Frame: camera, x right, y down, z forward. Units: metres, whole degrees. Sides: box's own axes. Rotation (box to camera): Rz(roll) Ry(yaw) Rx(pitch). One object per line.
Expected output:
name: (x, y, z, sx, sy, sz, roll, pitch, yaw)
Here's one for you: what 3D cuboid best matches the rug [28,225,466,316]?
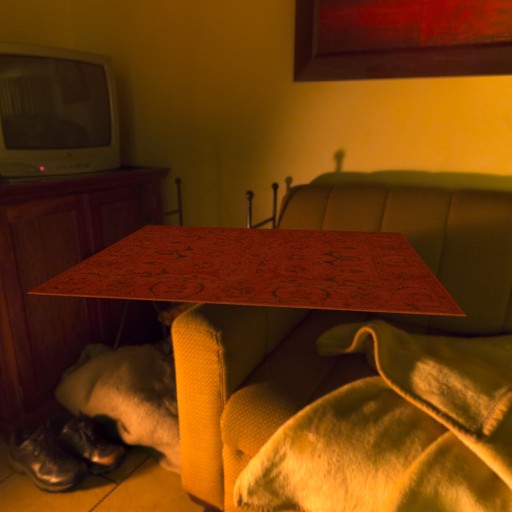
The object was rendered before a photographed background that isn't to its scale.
rug: (0.000, 0.000, 4.017, 2.929, 0.012, 2.300, 2, 16, 7)
